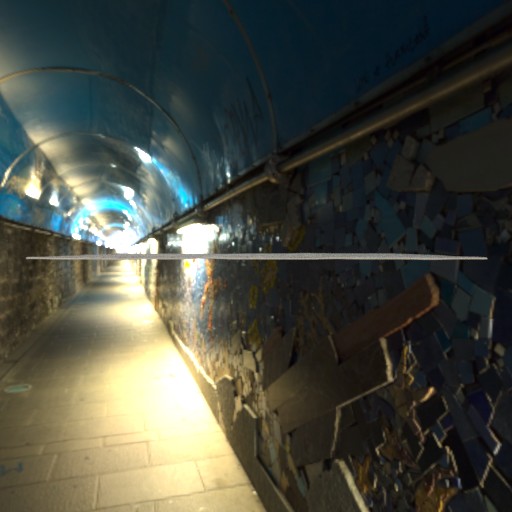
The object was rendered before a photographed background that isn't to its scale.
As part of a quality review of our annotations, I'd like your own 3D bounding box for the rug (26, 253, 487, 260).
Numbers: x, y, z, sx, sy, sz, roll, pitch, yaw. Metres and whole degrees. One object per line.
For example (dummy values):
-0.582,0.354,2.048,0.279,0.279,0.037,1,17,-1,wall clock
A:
0.000,0.000,3.100,2.444,0.023,1.531,0,1,-1,rug
